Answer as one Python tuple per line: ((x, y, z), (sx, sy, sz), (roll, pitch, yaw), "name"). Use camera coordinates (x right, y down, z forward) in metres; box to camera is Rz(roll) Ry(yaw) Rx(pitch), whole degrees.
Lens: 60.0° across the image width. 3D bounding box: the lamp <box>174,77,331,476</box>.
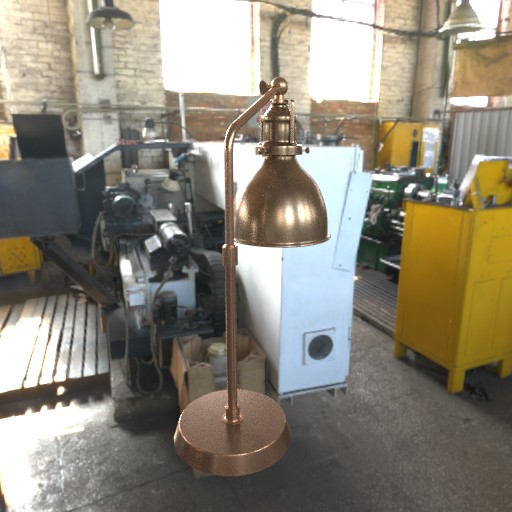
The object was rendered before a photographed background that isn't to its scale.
((0.000, 0.000, 0.585), (0.153, 0.456, 0.286), (8, 17, 26), "lamp")
